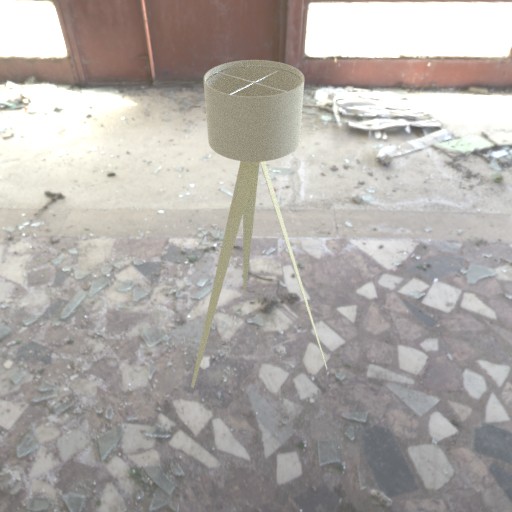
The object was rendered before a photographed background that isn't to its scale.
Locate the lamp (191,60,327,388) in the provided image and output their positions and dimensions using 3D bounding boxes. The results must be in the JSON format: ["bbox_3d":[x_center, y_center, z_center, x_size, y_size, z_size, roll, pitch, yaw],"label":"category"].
[{"bbox_3d":[0.000,0.000,1.982,0.724,1.524,0.716,27,48,27],"label":"lamp"}]
